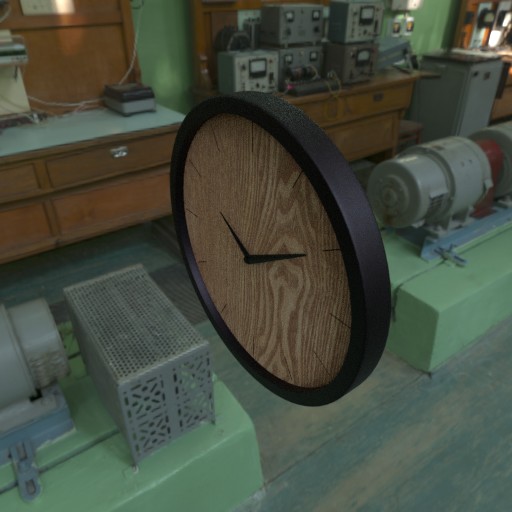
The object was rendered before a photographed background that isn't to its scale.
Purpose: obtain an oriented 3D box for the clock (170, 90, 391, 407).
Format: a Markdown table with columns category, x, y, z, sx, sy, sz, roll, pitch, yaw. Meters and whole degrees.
| category | x | y | z | sx | sy | sz | roll | pitch | yaw |
| --- | --- | --- | --- | --- | --- | --- | --- | --- | --- |
| clock | 0.000 | 0.000 | 0.449 | 0.029 | 0.314 | 0.314 | -22 | 39 | -30 |
